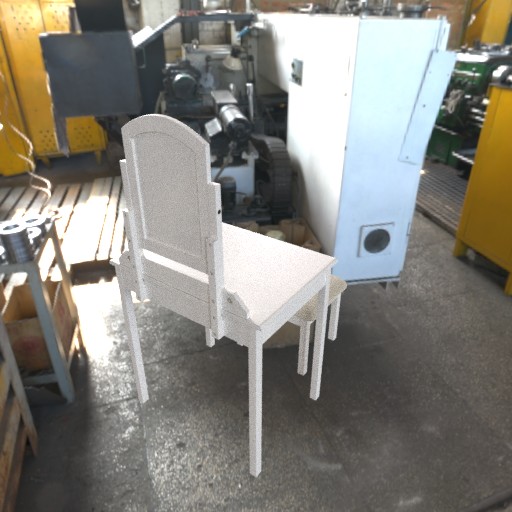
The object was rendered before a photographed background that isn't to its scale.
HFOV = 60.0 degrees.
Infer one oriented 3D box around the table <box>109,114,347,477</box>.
[{"bbox_3d":[0.000,0.000,2.334,0.876,1.631,1.211,19,34,30],"label":"table"}]
